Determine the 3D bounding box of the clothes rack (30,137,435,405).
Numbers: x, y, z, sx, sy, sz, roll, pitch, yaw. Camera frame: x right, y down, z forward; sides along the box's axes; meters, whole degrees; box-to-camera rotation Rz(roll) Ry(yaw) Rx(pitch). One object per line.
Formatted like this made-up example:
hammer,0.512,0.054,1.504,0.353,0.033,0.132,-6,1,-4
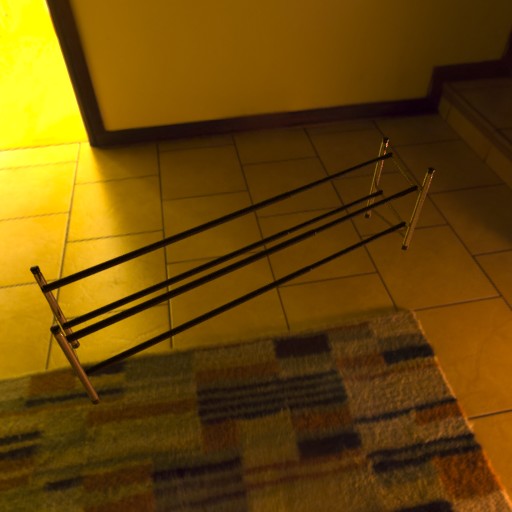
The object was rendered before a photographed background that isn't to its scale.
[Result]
clothes rack,0.000,0.000,1.354,1.168,0.349,0.229,-23,51,-21
